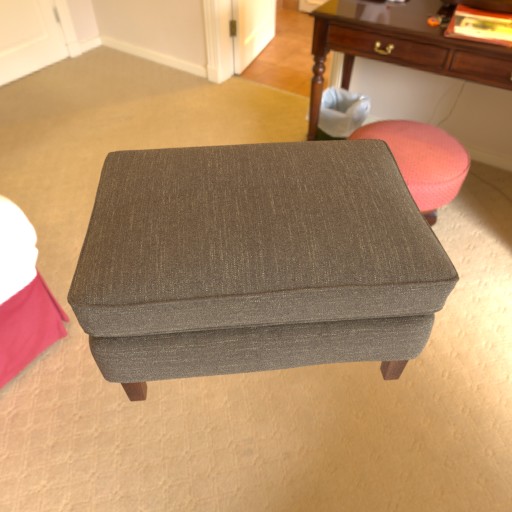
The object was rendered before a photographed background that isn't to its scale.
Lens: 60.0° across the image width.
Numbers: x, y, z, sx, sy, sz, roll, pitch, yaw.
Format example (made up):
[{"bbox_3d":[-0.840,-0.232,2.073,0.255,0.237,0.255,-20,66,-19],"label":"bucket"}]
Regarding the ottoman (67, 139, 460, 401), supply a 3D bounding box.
[{"bbox_3d":[0.000,0.000,1.002,0.686,0.406,0.508,-4,46,-3],"label":"ottoman"}]
